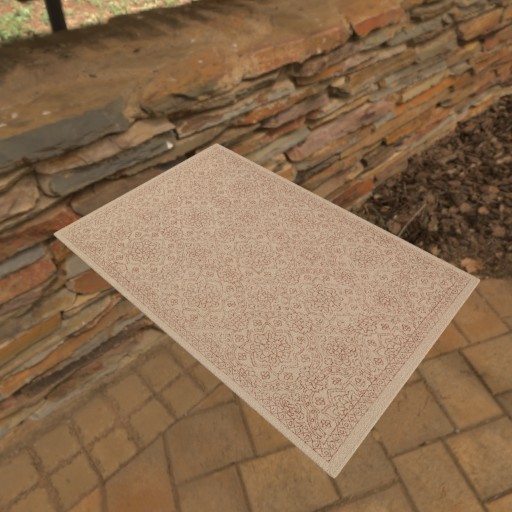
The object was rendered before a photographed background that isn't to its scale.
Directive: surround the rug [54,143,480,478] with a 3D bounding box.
[{"bbox_3d":[0.000,0.000,2.257,1.829,0.010,1.219,33,54,28],"label":"rug"}]
